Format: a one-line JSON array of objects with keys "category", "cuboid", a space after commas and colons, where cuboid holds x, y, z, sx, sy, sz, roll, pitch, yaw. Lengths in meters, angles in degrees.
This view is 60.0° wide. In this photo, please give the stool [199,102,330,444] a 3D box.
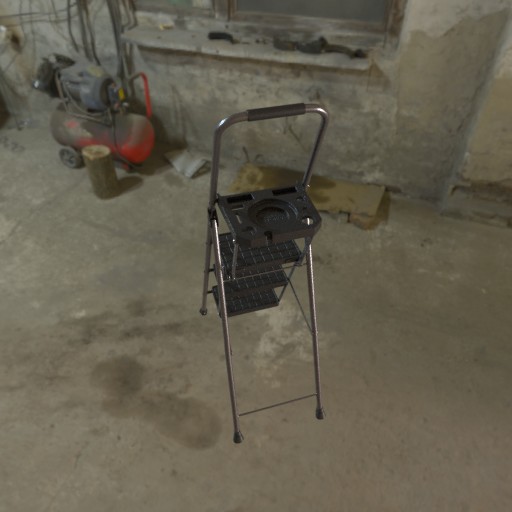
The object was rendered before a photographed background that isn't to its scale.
[{"category": "stool", "cuboid": [0.000, 0.000, 1.624, 0.396, 1.277, 0.733, -11, 43, -12]}]
